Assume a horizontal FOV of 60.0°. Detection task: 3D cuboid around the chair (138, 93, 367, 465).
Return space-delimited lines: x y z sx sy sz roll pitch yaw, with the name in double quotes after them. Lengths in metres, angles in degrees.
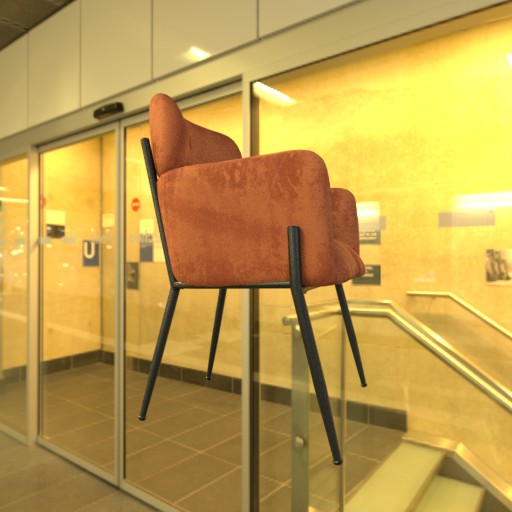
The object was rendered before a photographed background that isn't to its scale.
0.000 0.000 1.144 0.523 0.772 0.561 0 0 19 "chair"
